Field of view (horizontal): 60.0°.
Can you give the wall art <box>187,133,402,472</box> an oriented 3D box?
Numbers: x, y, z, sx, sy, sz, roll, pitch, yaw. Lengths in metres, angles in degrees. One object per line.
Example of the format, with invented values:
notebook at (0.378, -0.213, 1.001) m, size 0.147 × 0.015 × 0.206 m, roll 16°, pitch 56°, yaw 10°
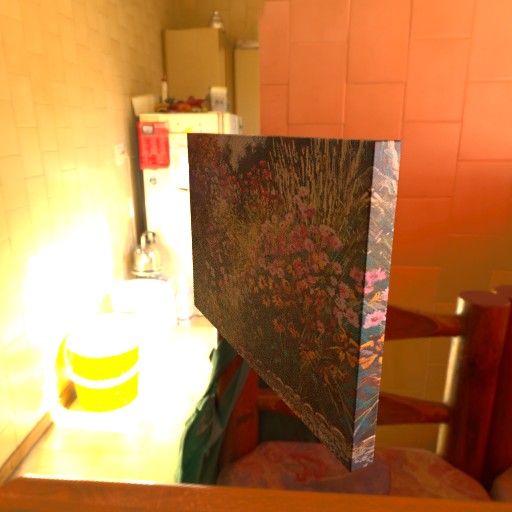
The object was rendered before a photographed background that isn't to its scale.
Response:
wall art at (0.000, 0.000, 0.773) m, size 0.037 × 0.406 × 0.610 m, roll -8°, pitch 18°, yaw -25°
